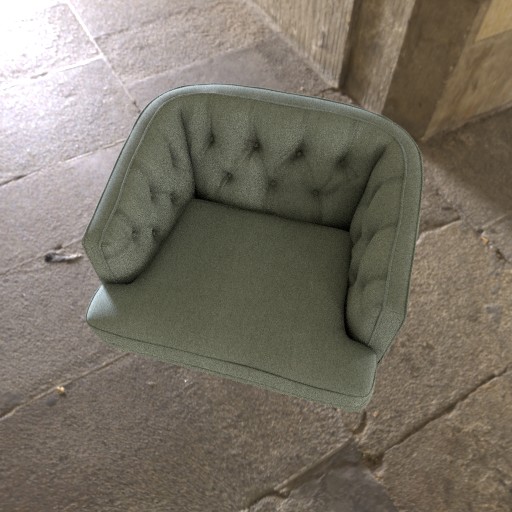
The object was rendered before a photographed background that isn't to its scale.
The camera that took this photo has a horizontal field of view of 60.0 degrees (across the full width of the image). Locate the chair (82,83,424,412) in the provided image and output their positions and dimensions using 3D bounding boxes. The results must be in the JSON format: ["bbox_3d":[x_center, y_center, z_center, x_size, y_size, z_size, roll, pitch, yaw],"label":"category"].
[{"bbox_3d":[0.000,0.000,1.750,1.094,0.852,0.945,13,59,8],"label":"chair"}]
